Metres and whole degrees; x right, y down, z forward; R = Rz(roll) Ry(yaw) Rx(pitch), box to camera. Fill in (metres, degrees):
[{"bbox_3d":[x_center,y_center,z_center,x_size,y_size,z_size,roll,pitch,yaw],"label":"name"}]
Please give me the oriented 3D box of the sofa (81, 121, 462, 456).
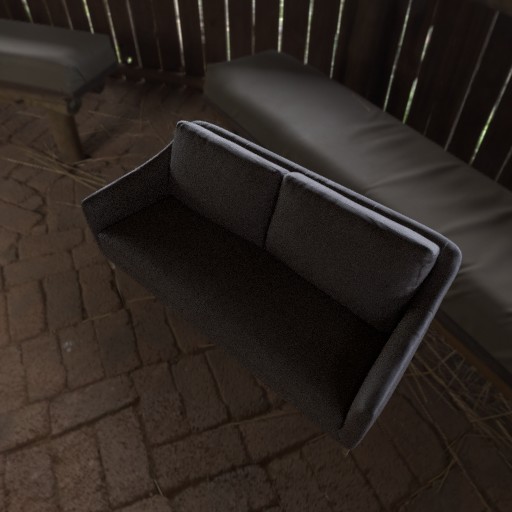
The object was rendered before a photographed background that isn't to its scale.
[{"bbox_3d":[0.000,0.000,2.551,2.036,0.902,0.960,32,54,27],"label":"sofa"}]
